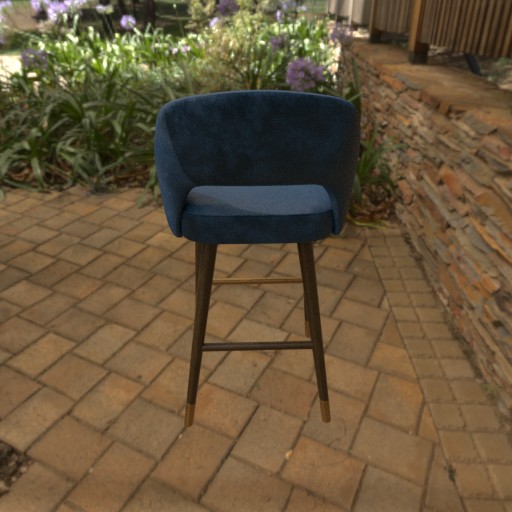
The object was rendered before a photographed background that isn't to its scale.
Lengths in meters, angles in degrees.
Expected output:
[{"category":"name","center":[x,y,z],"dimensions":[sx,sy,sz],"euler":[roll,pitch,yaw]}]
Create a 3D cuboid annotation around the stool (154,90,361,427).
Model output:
[{"category":"stool","center":[0.000,0.000,1.334],"dimensions":[0.514,1.016,0.515],"euler":[-1,29,-2]}]
